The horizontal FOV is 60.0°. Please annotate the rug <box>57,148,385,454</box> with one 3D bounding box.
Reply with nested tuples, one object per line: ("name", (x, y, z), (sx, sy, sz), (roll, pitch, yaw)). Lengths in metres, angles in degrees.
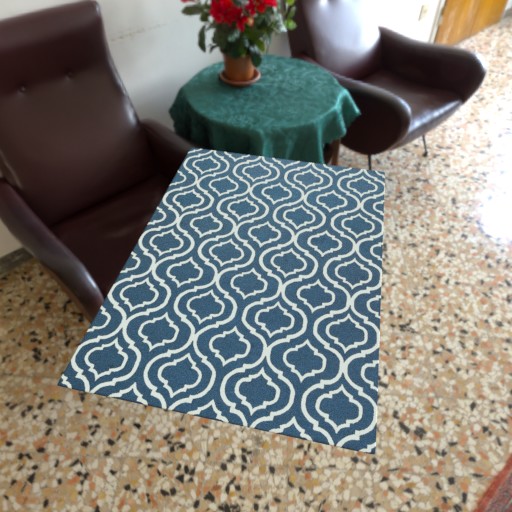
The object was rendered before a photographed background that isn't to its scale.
("rug", (0.000, 0.000, 4.382), (2.438, 0.010, 3.353), (9, 48, 8))
